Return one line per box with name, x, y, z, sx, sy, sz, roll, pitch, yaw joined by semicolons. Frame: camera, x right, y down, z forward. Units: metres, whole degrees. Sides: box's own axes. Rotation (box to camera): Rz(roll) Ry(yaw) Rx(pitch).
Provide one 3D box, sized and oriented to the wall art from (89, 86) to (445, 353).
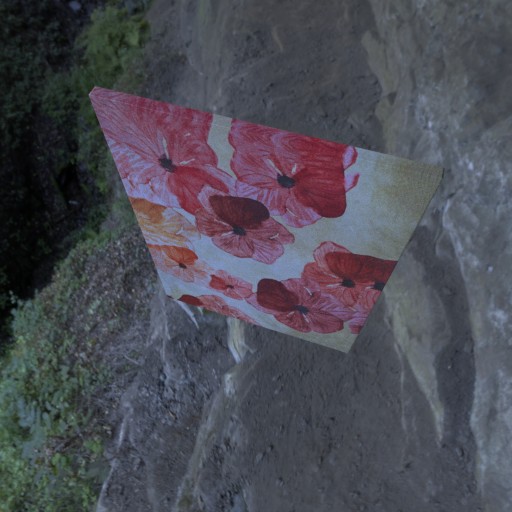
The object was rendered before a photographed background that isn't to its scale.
wall art;0.000;0.000;1.347;0.762;1.015;0.031;16;60;9
